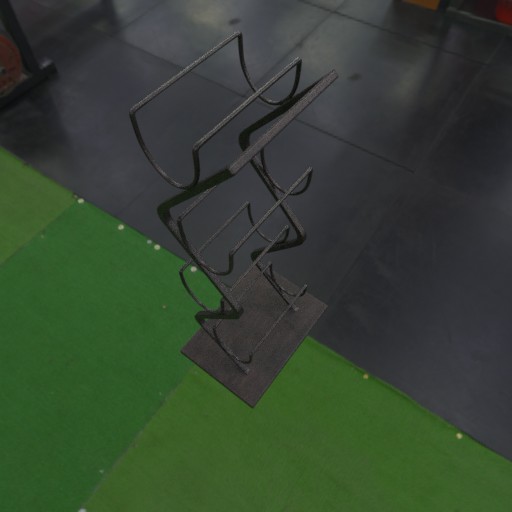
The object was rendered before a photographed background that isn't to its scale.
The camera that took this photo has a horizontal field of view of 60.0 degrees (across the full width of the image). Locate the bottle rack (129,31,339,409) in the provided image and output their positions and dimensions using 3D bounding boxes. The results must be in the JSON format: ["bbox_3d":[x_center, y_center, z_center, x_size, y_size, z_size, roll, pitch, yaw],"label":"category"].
[{"bbox_3d":[0.000,0.000,0.661,0.178,0.559,0.254,33,63,19],"label":"bottle rack"}]
